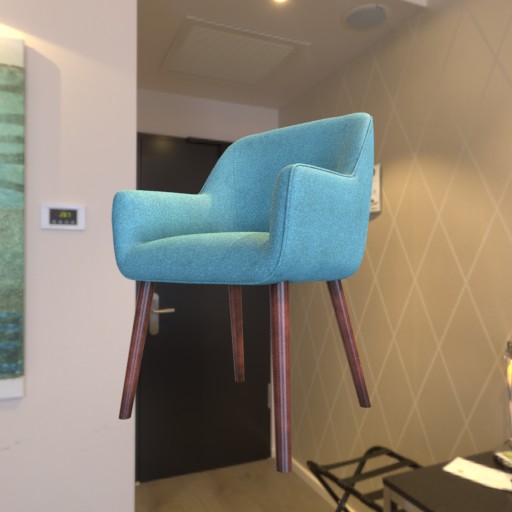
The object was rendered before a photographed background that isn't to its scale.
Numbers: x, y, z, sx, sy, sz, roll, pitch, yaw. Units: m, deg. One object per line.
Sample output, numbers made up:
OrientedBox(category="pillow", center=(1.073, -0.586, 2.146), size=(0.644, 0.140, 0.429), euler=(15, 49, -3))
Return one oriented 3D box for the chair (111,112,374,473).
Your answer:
OrientedBox(category="chair", center=(0.000, 0.000, 1.155), size=(0.543, 0.803, 0.519), euler=(-1, -1, 36))
